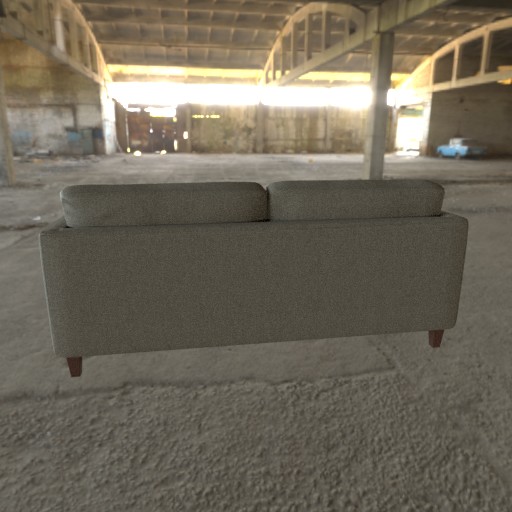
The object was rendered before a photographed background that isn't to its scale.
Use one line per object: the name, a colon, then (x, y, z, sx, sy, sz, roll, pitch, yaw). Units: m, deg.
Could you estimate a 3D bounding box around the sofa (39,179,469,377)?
sofa: (0.000, 0.000, 2.715, 2.208, 0.960, 0.956, -2, 15, -9)
